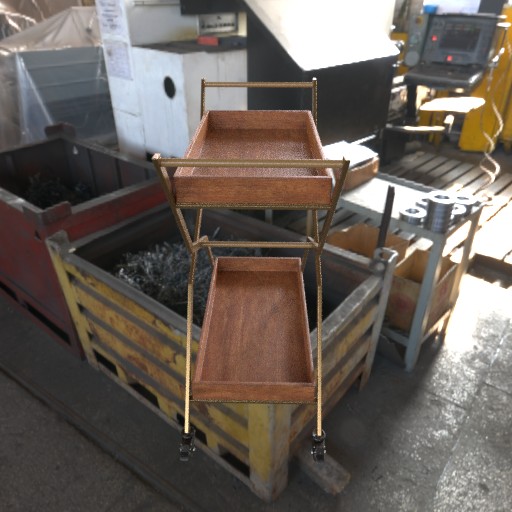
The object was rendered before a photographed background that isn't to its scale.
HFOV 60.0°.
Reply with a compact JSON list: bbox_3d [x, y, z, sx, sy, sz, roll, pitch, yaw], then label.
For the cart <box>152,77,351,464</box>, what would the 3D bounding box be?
[{"bbox_3d":[0.000,0.000,1.337,0.405,0.869,0.836,1,32,1],"label":"cart"}]
